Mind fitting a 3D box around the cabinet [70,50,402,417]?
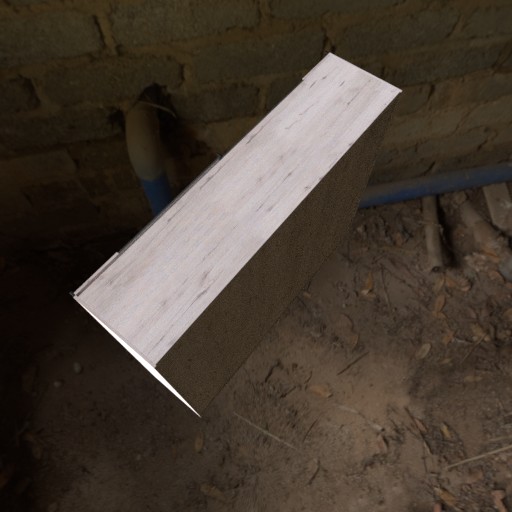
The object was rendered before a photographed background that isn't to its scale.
[{"bbox_3d":[0.000,0.000,3.778,0.660,2.180,2.500,36,69,16],"label":"cabinet"}]
